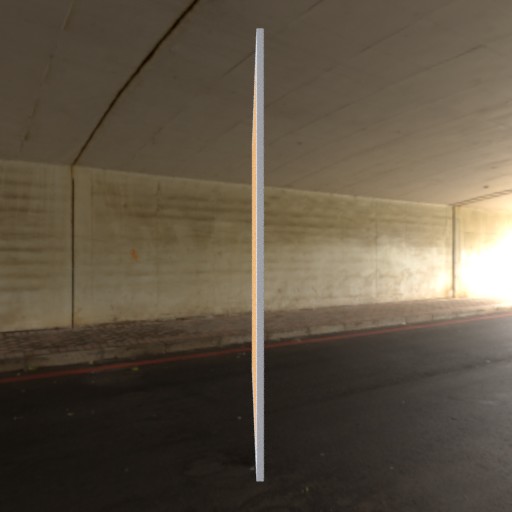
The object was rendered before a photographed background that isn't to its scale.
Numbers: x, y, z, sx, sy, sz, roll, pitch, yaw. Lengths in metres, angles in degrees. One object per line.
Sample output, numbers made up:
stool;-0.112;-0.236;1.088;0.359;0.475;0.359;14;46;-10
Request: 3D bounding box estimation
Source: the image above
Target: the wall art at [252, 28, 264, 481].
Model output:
wall art;0.000;0.000;1.201;0.013;0.813;0.812;0;-1;-1
